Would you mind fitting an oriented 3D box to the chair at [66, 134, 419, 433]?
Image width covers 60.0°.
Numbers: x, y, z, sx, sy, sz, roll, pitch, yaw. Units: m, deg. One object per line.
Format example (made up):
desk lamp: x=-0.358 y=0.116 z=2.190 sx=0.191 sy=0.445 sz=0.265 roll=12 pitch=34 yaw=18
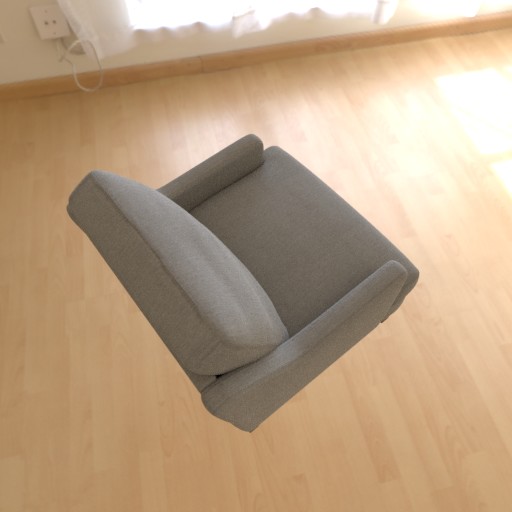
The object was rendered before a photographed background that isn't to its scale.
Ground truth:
chair: x=0.000 y=0.000 z=1.550 sx=0.892 sy=0.821 sz=0.826 roll=-34 pitch=64 yaw=-19
